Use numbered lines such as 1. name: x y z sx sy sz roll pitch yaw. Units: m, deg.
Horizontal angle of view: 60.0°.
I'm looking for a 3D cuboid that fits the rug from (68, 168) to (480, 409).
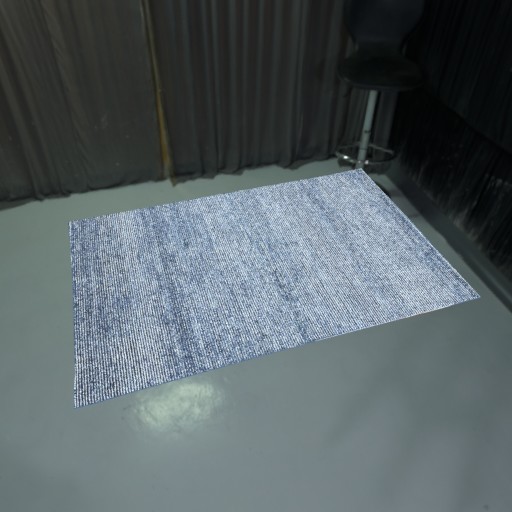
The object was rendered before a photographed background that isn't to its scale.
1. rug: 0.000 0.000 2.226 1.793 0.025 1.159 -12 44 -13
